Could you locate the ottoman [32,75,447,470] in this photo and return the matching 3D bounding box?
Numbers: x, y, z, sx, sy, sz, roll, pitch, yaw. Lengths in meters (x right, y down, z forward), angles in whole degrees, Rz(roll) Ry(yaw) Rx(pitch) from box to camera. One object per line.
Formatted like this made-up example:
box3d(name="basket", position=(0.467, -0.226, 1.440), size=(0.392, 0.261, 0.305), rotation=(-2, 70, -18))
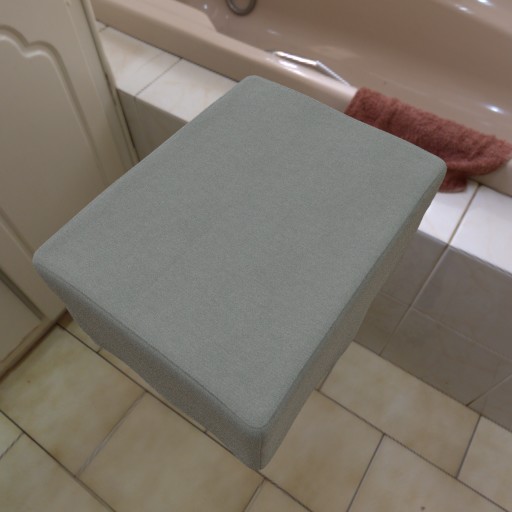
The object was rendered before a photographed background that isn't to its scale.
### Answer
box3d(name="ottoman", position=(0.000, 0.000, 1.216), size=(0.648, 0.461, 0.833), rotation=(32, 62, 19))
